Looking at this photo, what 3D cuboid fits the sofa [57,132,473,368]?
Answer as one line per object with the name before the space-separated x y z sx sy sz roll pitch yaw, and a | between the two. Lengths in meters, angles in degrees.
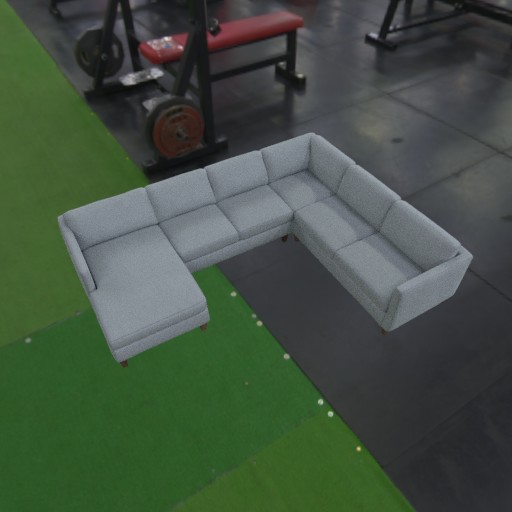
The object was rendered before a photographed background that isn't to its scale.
sofa | 0.000 0.000 4.468 3.238 0.853 2.551 -23 50 -21
